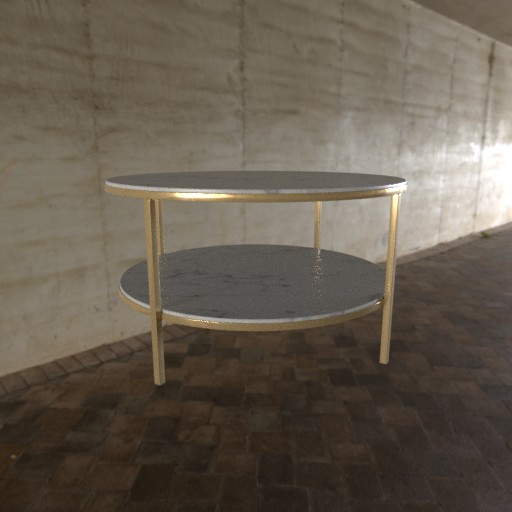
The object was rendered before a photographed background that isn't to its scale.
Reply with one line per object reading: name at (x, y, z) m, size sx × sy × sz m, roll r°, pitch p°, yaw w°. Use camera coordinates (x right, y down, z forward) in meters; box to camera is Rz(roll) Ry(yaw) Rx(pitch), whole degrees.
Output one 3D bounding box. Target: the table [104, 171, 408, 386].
table at (0.000, 0.000, 1.283) m, size 0.800 × 0.450 × 0.800 m, roll 0°, pitch 13°, yaw 0°
